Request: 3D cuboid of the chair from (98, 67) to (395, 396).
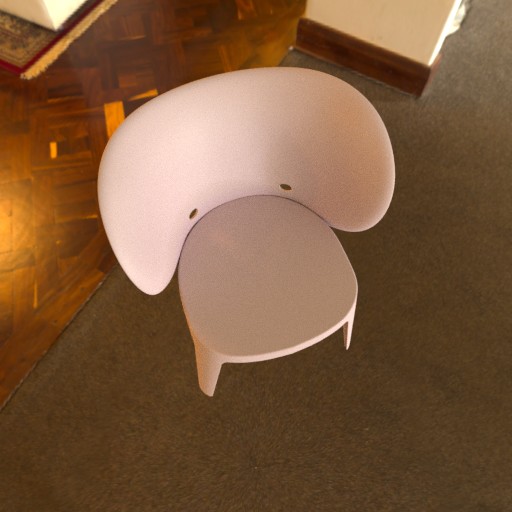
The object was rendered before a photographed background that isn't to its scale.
[{"bbox_3d":[0.000,0.000,0.868,0.451,0.554,0.402,-17,66,-8],"label":"chair"}]
